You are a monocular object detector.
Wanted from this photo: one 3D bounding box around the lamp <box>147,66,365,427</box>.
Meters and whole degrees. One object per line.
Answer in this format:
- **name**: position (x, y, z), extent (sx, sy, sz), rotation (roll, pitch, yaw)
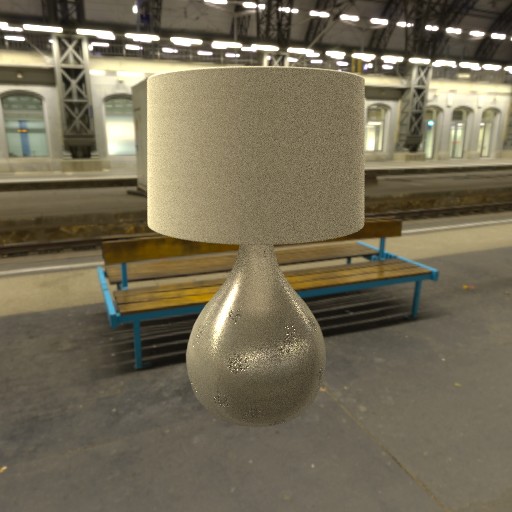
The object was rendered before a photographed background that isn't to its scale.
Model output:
- **lamp**: position (0.000, 0.000, 0.709), extent (0.330, 0.521, 0.330), rotation (0, 15, 0)
